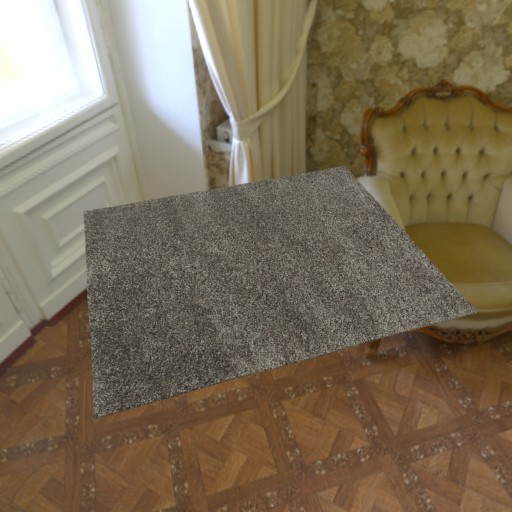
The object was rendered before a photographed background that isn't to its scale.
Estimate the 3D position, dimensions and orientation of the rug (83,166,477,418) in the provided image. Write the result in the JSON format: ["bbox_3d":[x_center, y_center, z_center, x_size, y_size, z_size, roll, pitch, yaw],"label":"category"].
[{"bbox_3d":[0.000,0.000,4.095,3.000,0.025,2.401,-12,43,-13],"label":"rug"}]
